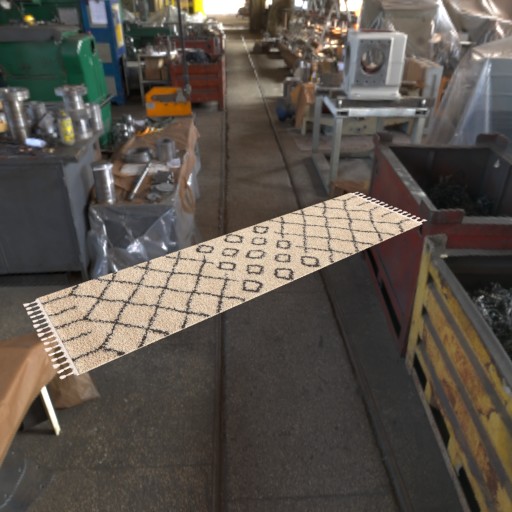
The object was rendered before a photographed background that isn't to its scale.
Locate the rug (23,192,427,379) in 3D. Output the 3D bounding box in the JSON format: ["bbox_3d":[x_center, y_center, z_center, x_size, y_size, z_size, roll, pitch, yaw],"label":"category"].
[{"bbox_3d":[0.000,0.000,2.652,2.464,0.005,0.660,-21,37,-31],"label":"rug"}]
